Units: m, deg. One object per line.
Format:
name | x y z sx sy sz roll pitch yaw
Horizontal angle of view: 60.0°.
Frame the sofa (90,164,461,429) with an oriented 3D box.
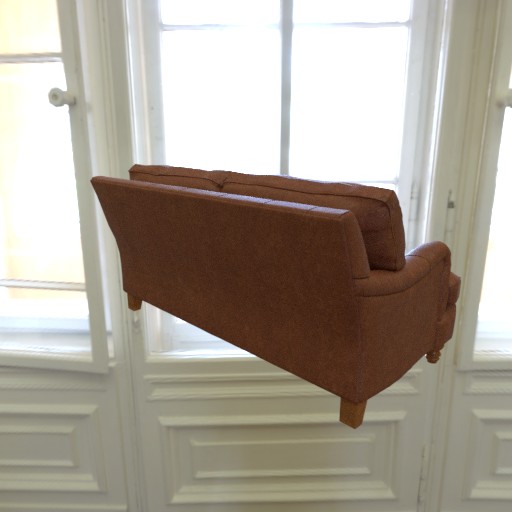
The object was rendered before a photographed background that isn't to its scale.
sofa | 0.000 0.000 2.771 1.147 1.071 2.144 -15 21 -43
